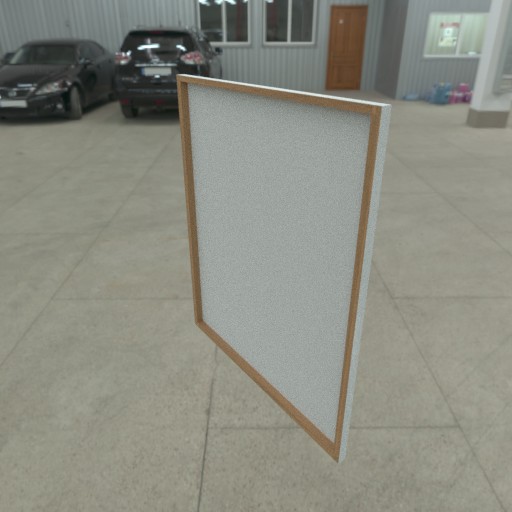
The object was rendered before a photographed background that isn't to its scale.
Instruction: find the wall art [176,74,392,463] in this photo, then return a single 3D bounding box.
[{"bbox_3d":[0.000,0.000,0.985,0.021,0.710,0.609,-18,32,-32],"label":"wall art"}]
